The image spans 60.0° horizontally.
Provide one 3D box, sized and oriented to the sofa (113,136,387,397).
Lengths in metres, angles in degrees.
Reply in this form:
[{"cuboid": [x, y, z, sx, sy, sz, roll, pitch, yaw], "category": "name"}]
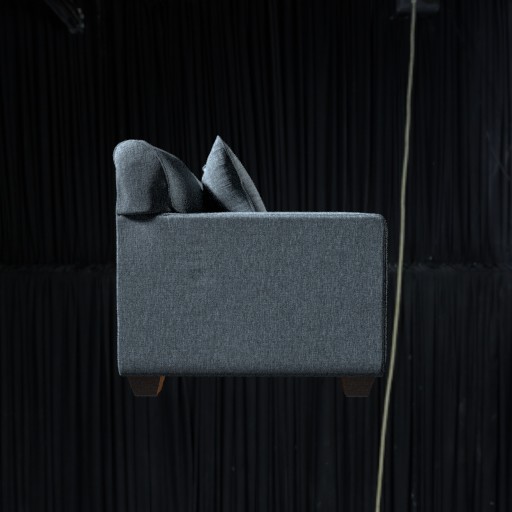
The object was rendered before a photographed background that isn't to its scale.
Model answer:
[{"cuboid": [0.000, 0.000, 2.458, 0.998, 0.958, 1.846, 0, 2, 0], "category": "sofa"}]
